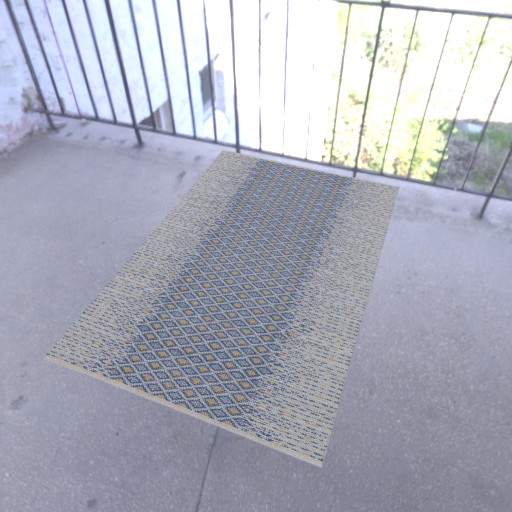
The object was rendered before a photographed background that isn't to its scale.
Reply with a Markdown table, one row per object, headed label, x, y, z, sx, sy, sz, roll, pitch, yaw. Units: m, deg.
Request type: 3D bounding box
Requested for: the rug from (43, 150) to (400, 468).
| label | x | y | z | sx | sy | sz | roll | pitch | yaw |
| --- | --- | --- | --- | --- | --- | --- | --- | --- | --- |
| rug | 0.000 | 0.000 | 2.330 | 1.219 | 0.005 | 1.828 | 15 | 46 | 15 |
